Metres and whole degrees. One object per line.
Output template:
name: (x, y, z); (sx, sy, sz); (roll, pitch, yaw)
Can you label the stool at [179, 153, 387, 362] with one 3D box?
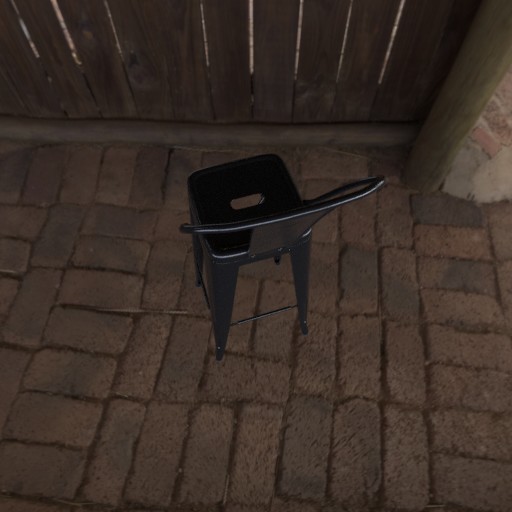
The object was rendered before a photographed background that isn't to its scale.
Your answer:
stool: (0.000, 0.000, 1.315); (0.399, 1.096, 0.513); (-15, 60, -9)
